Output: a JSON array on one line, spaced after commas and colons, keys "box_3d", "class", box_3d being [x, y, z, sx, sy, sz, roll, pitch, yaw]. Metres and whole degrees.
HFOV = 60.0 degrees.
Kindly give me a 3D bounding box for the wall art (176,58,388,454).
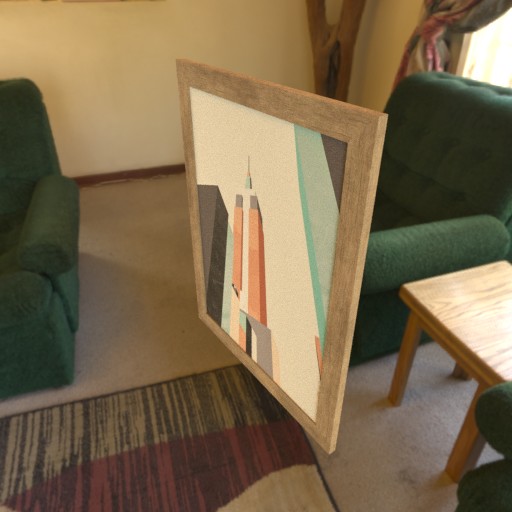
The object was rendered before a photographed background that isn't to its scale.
[{"box_3d": [0.000, 0.000, 0.912, 0.018, 0.686, 0.534, -21, 38, -30], "class": "wall art"}]
